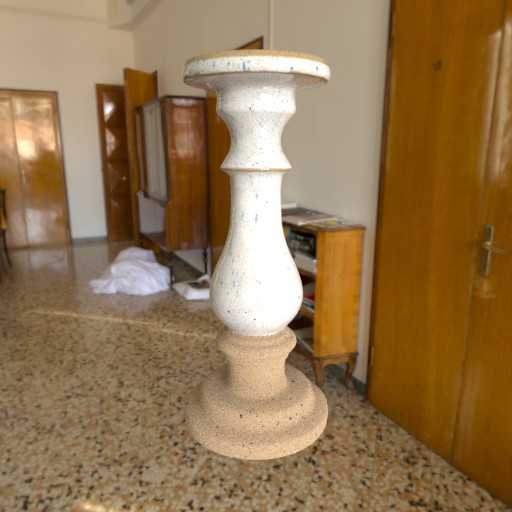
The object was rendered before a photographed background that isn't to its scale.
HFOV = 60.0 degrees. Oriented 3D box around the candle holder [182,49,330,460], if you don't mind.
[{"bbox_3d":[0.000,0.000,0.252,0.088,0.203,0.088,0,13,0],"label":"candle holder"}]
